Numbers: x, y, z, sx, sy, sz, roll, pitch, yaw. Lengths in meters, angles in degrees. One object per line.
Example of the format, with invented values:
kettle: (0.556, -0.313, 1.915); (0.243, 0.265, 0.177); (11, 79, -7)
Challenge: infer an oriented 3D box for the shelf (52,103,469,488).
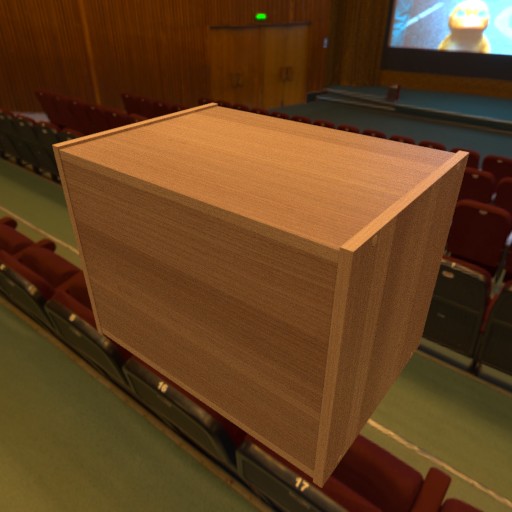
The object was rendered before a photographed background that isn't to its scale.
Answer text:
shelf: (0.000, 0.000, 0.616); (0.415, 0.305, 0.290); (22, 38, 32)
